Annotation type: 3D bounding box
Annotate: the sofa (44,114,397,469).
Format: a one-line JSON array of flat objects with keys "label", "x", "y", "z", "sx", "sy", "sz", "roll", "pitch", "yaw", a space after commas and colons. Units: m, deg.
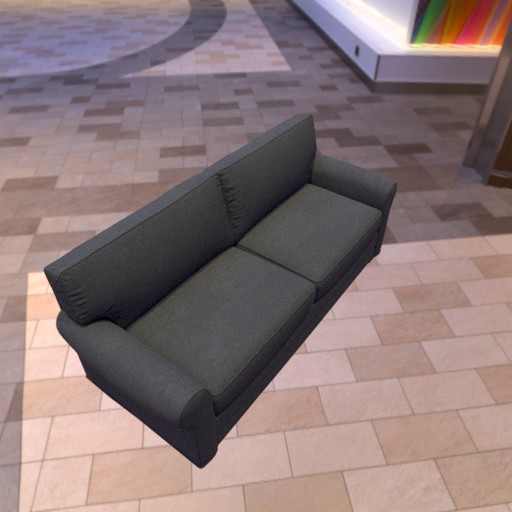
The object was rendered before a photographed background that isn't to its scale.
[{"label": "sofa", "x": 0.000, "y": 0.000, "z": 2.843, "sx": 0.954, "sy": 1.026, "sz": 2.391, "roll": 25, "pitch": 46, "yaw": 27}]
